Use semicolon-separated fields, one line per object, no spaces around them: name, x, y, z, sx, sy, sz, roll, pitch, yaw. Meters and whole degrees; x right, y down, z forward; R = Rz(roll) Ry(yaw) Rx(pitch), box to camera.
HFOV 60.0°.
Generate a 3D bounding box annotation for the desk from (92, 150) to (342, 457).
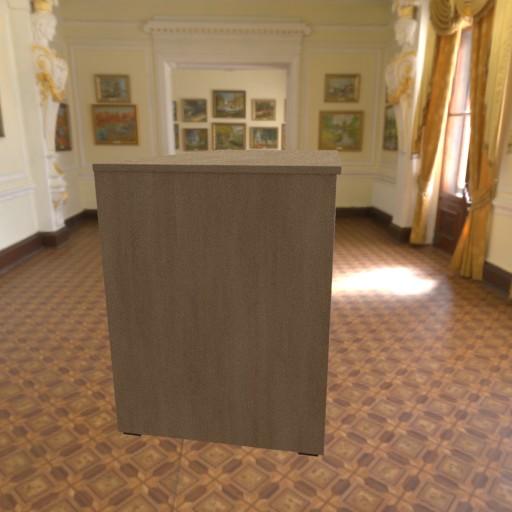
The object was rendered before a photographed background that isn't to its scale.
desk;0.000;0.000;1.728;0.600;0.770;1.251;3;15;9
